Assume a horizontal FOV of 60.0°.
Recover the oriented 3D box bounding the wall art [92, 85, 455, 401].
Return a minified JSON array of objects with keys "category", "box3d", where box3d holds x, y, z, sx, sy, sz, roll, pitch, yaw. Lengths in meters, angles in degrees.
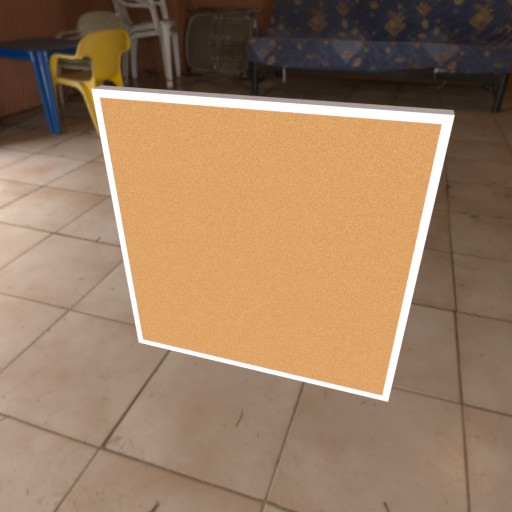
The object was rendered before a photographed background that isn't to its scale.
[{"category":"wall art","box3d":[0.000,0.000,1.111,0.762,0.762,0.038,10,33,15]}]
